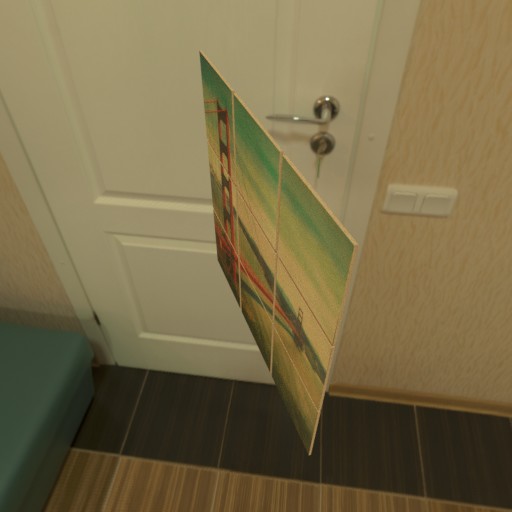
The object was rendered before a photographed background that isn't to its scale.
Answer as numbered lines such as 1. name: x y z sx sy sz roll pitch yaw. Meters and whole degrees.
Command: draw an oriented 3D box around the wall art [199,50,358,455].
1. wall art: 0.000 0.000 2.261 0.014 1.507 1.519 -16 47 -15
